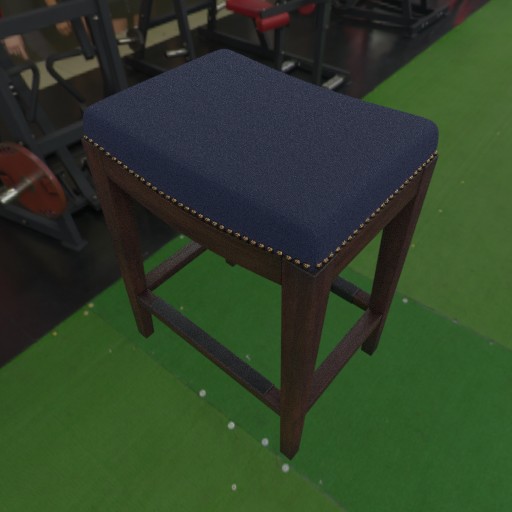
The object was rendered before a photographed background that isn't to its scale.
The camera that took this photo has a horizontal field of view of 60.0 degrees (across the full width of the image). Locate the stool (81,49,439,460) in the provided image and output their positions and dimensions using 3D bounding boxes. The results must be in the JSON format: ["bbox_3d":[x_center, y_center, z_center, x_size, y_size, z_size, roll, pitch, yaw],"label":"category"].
[{"bbox_3d":[0.000,0.000,0.919,0.500,0.642,0.361,31,54,27],"label":"stool"}]
